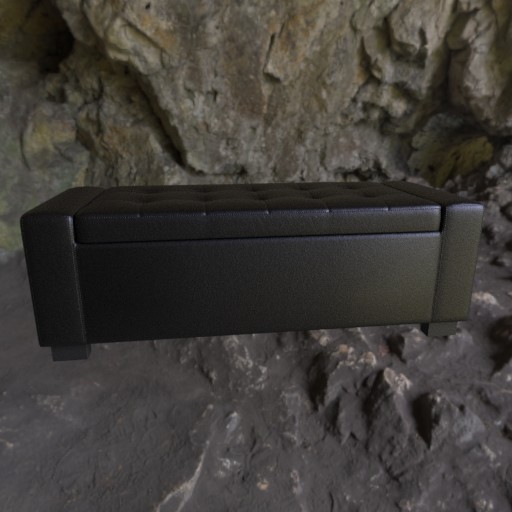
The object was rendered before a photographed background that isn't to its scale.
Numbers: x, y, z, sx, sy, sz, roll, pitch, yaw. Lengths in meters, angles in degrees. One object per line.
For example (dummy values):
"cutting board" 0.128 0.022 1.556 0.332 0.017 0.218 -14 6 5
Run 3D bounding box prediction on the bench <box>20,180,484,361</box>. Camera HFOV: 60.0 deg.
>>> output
"bench" 0.000 0.000 1.505 1.296 0.445 0.508 -2 17 -7
